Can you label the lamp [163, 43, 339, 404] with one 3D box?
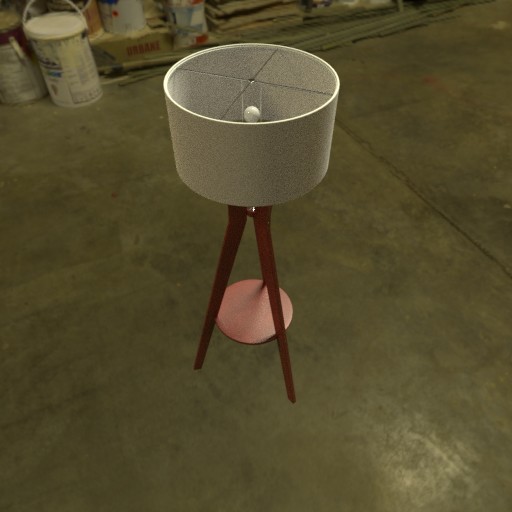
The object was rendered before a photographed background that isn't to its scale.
[{"bbox_3d":[0.000,0.000,1.757,0.539,1.472,0.542,15,49,14],"label":"lamp"}]
